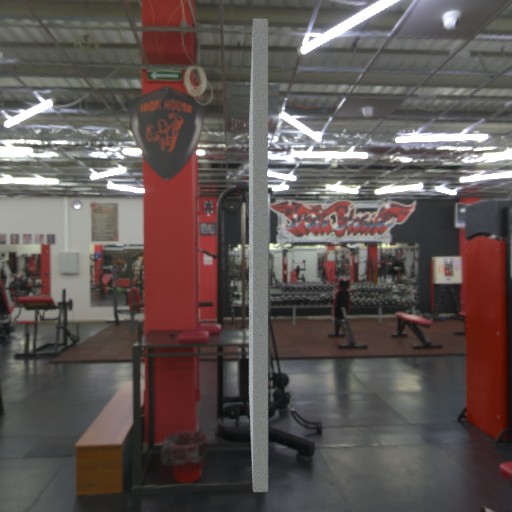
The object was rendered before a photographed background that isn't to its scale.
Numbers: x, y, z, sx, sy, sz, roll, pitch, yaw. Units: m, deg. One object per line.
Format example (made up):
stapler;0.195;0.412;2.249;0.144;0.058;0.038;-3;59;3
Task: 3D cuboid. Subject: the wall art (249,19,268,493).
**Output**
wall art;0.000;0.000;0.612;0.015;0.477;0.332;0;-1;-2
